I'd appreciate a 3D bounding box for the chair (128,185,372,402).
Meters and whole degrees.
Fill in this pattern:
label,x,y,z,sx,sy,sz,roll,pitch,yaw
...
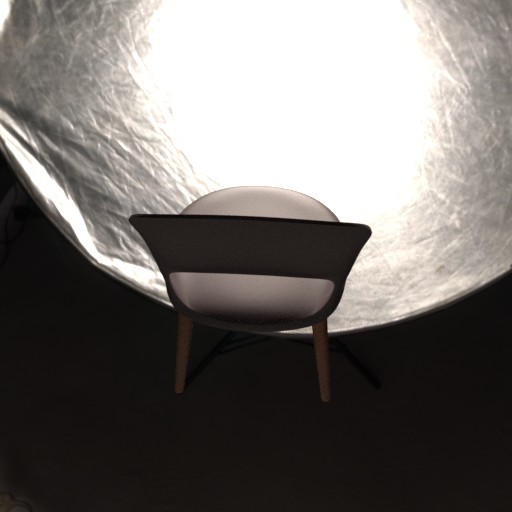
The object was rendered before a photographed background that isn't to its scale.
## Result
label,x,y,z,sx,sy,sz,roll,pitch,yaw
chair,0.000,0.000,1.139,0.470,0.794,0.556,3,48,2
